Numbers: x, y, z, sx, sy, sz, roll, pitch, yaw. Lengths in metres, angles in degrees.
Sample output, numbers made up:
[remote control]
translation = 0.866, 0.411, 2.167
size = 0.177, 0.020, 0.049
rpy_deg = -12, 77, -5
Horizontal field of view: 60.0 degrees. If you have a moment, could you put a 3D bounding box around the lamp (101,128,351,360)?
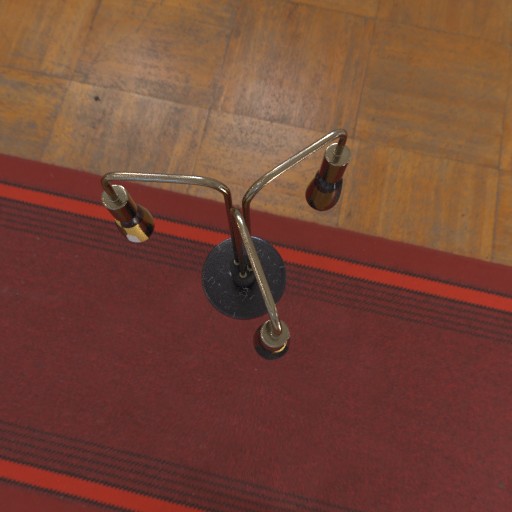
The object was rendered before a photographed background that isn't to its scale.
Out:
[lamp]
translation = 0.000, 0.000, 0.820
size = 0.368, 0.560, 0.355
rpy_deg = -32, 78, -8
